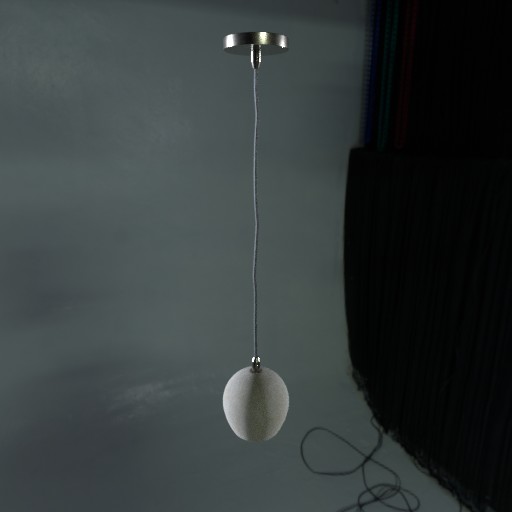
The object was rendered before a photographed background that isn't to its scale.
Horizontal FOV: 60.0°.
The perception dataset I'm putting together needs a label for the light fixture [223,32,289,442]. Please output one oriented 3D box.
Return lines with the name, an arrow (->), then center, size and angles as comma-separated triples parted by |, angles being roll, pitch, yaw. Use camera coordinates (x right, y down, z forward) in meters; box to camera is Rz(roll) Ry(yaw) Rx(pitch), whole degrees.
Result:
light fixture -> 0.000, 0.000, 0.854 | 0.139, 0.764, 0.139 | -8, 17, -26
